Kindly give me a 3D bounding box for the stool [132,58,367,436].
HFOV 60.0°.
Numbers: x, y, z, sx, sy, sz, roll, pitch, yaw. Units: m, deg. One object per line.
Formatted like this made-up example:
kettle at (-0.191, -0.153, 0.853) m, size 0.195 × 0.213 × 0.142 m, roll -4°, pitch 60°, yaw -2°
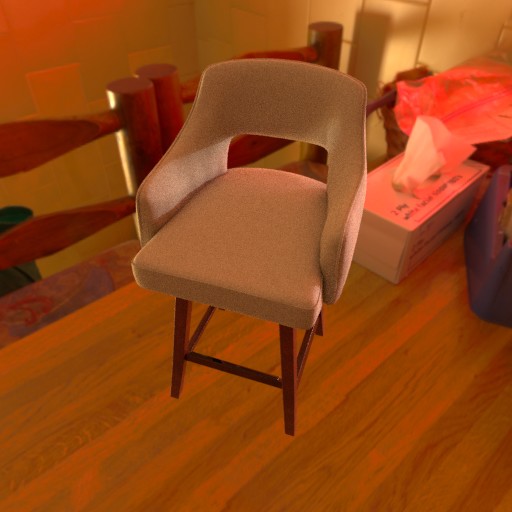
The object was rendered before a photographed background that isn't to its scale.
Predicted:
stool at (0.000, 0.000, 1.289) m, size 0.550 × 0.936 × 0.560 m, roll 13°, pitch 43°, yaw 14°
